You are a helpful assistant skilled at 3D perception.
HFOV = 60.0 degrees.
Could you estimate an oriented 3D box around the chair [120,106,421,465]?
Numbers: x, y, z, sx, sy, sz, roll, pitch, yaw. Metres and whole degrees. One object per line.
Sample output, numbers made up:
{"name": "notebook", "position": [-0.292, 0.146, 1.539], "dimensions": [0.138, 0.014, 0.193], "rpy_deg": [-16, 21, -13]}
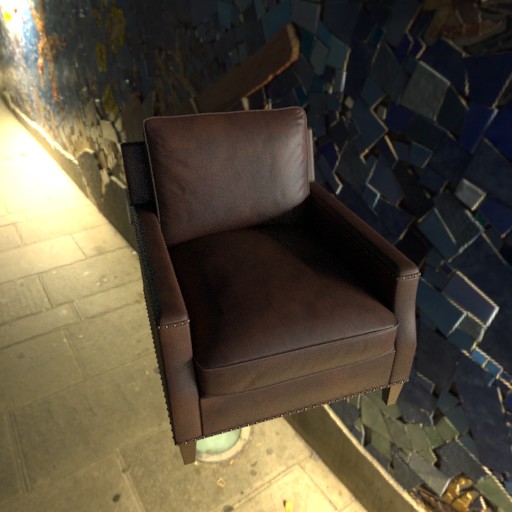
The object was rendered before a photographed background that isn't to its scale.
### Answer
{"name": "chair", "position": [0.000, 0.000, 1.696], "dimensions": [0.853, 0.929, 1.014], "rpy_deg": [-10, 32, -16]}
